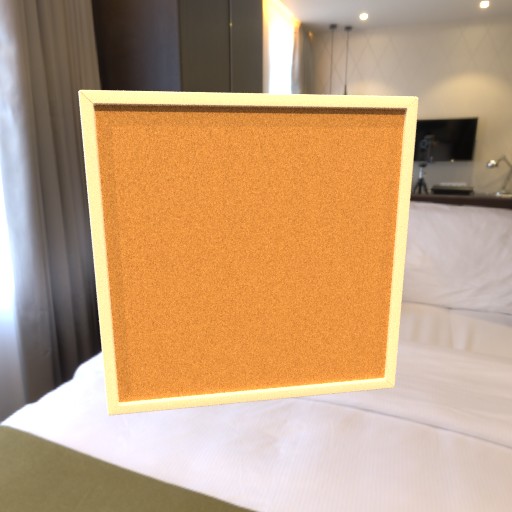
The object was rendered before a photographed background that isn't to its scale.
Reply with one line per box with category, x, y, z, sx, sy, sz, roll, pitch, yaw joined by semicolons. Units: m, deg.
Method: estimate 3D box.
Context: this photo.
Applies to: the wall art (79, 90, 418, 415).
wall art;0.000;0.000;0.446;0.305;0.305;0.038;-2;14;-10
